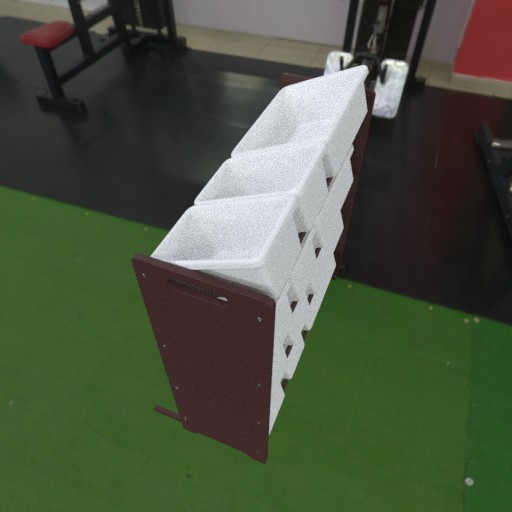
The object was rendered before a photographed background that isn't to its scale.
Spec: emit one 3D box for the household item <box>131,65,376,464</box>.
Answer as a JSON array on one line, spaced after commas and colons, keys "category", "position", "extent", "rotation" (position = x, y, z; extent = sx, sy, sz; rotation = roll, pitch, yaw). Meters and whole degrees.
[{"category": "household item", "position": [0.000, 0.000, 1.278], "extent": [0.389, 0.864, 0.787], "rotation": [17, 50, 15]}]
